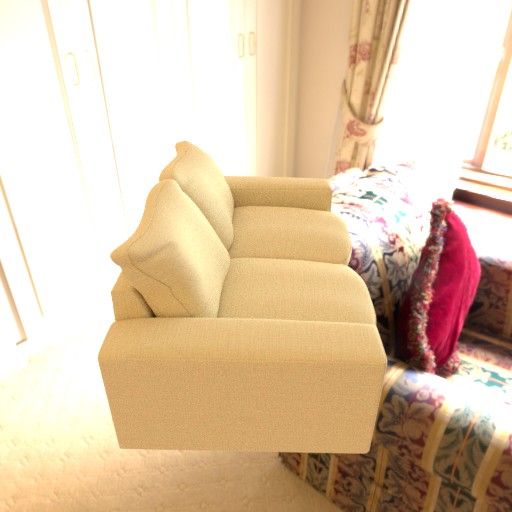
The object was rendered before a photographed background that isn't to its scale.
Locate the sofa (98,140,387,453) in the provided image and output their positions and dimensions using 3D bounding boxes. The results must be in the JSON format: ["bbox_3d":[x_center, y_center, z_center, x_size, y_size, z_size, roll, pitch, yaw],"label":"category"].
[{"bbox_3d":[0.000,0.000,2.347,1.091,0.875,1.754,1,31,1],"label":"sofa"}]
